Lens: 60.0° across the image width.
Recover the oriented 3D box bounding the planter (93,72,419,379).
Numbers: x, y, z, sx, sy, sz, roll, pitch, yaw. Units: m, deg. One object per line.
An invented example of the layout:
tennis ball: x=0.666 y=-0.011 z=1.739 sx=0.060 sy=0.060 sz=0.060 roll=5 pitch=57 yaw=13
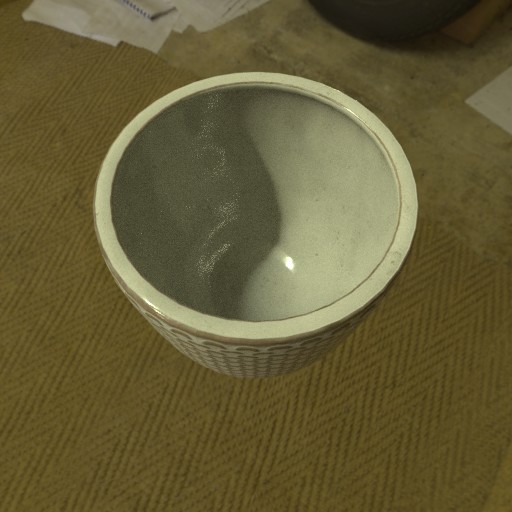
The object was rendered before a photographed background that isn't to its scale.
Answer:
planter: x=0.000 y=0.000 z=0.350 sx=0.197 sy=0.191 sz=0.197 roll=0 pitch=63 yaw=0
